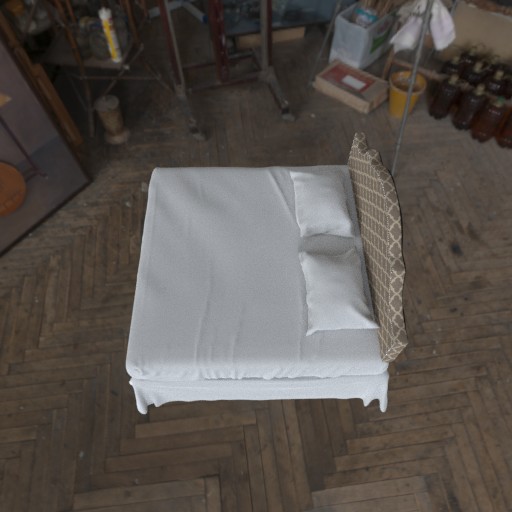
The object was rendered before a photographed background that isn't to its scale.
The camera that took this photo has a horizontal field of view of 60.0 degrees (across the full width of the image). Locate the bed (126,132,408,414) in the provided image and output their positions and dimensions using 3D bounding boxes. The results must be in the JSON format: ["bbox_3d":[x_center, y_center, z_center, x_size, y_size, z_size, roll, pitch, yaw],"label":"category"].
[{"bbox_3d":[0.000,0.000,3.755,2.222,1.601,2.314,-1,58,-1],"label":"bed"}]
